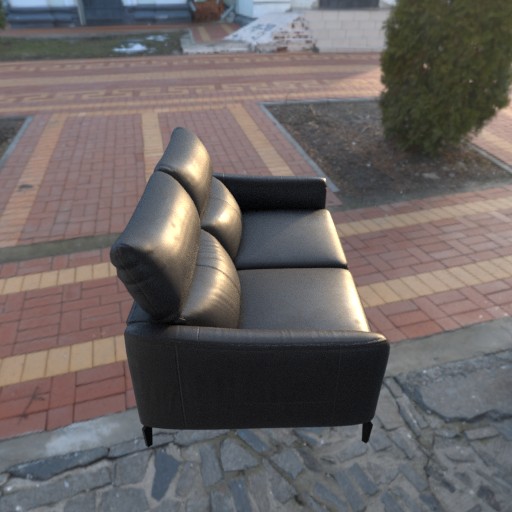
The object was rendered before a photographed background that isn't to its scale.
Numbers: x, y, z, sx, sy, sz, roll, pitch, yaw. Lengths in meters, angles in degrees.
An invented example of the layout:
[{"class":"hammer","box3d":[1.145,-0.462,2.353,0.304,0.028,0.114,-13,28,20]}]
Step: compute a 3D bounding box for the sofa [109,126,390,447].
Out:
[{"class":"sofa","box3d":[0.000,0.000,2.191,0.958,0.920,1.596,0,31,-1]}]
